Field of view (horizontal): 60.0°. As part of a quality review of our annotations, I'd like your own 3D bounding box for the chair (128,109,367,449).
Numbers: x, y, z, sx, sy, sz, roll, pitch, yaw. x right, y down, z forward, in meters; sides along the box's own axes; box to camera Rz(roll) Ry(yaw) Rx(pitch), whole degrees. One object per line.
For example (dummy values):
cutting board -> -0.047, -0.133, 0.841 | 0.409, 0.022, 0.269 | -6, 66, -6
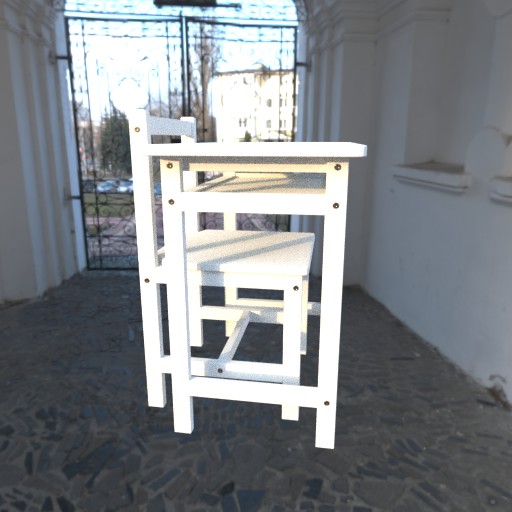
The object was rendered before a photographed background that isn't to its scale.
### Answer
chair -> 0.000, 0.000, 1.096 | 0.461, 0.673, 0.599 | 2, 15, 9
